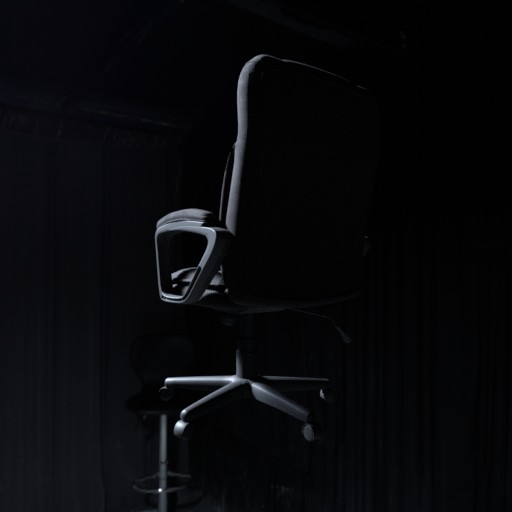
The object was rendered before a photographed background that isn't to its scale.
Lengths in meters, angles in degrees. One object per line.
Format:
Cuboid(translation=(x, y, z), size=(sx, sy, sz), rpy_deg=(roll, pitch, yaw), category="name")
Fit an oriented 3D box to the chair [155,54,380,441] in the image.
Cuboid(translation=(0.000, 0.000, 1.564), size=(0.667, 1.105, 0.724), rpy_deg=(0, -1, -36), category="chair")
